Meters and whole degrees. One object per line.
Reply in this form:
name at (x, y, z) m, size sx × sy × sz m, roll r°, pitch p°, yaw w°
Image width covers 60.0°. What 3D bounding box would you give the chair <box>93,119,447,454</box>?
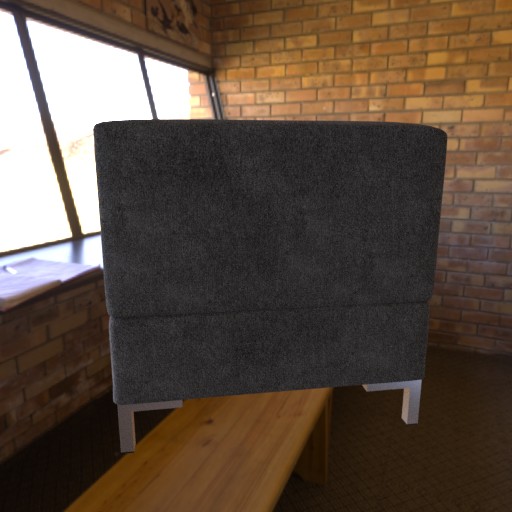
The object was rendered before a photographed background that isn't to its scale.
chair at (0.000, 0.000, 1.191) m, size 0.680 × 0.660 × 0.680 m, roll -2°, pitch 13°, yaw -9°
